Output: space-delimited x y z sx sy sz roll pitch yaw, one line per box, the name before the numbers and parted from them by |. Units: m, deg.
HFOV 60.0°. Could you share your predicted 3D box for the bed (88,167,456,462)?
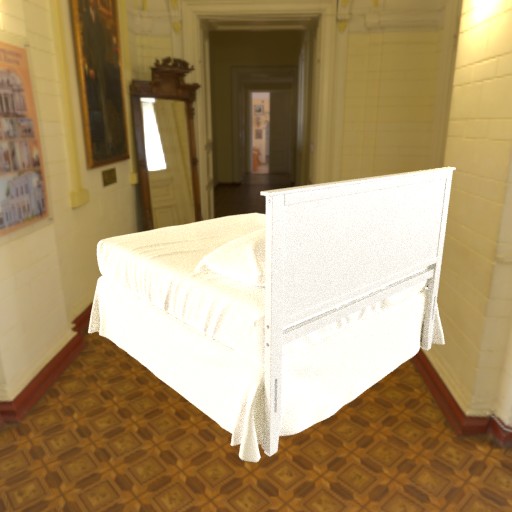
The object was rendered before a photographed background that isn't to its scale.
bed | 0.000 0.000 3.152 1.876 1.269 2.047 -14 22 -40
